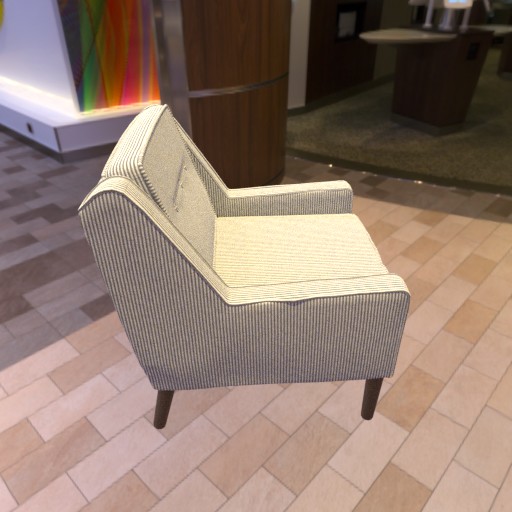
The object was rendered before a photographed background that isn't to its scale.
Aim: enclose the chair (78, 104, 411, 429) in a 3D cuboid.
[{"bbox_3d":[0.000,0.000,1.329,0.743,0.792,0.663,-2,33,-3],"label":"chair"}]
